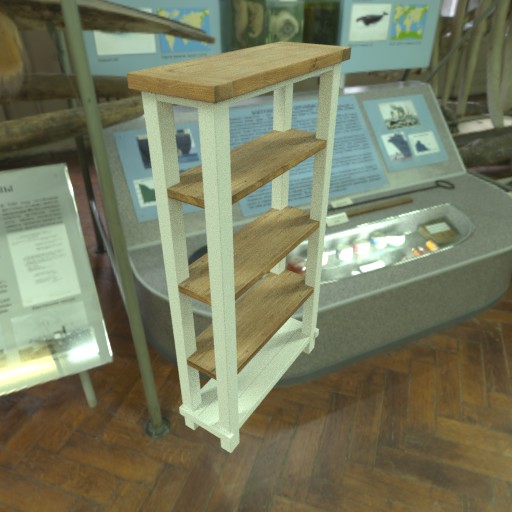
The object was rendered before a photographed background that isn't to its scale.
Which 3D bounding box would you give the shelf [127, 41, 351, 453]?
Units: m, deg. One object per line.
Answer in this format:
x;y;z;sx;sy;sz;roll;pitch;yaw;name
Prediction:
0.000;0.000;2.278;0.381;1.878;1.022;20;37;28;shelf
